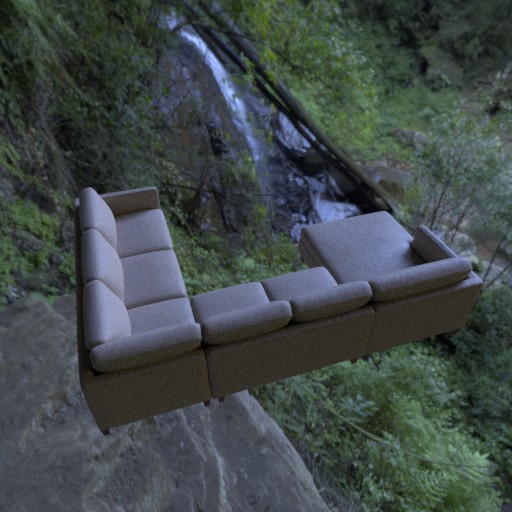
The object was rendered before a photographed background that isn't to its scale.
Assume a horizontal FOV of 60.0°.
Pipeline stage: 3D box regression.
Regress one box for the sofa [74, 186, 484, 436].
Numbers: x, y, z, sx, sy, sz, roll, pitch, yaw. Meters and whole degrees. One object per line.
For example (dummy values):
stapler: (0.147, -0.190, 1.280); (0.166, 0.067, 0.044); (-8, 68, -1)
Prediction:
sofa: (0.000, 0.000, 4.506); (3.403, 0.889, 2.551); (-12, 42, -14)
